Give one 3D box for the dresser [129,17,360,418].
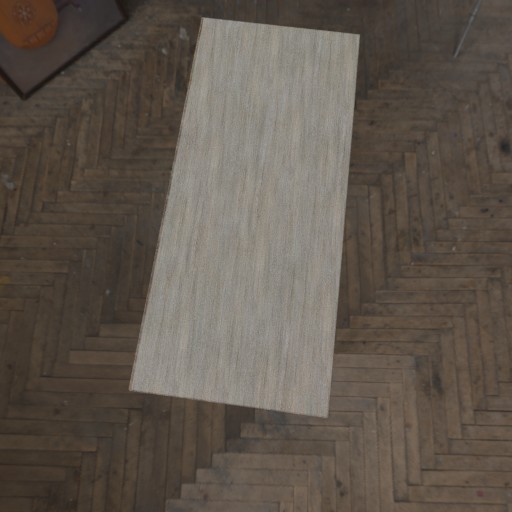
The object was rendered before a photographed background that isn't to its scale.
[{"bbox_3d":[0.000,0.000,1.697,0.457,1.219,1.016,7,75,2],"label":"dresser"}]
